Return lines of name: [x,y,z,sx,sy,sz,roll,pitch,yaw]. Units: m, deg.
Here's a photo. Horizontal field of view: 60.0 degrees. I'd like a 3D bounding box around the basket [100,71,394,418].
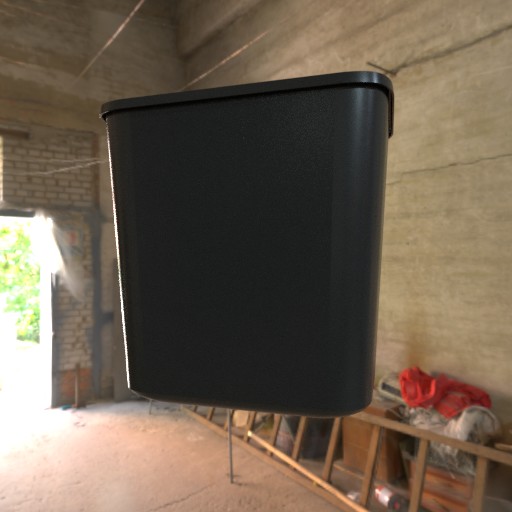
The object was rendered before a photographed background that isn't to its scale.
basket: [0.000,0.000,0.503,0.300,0.307,0.211,0,-1,17]
